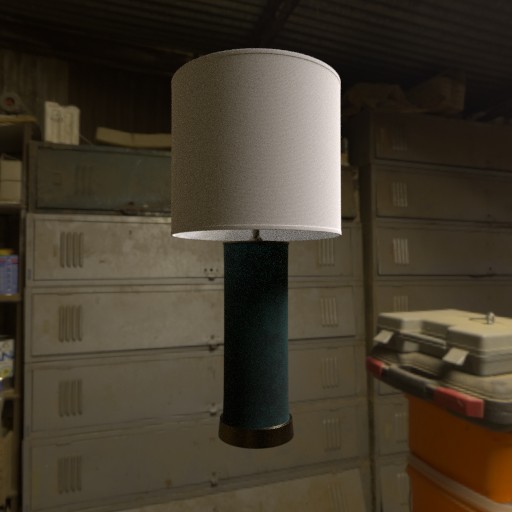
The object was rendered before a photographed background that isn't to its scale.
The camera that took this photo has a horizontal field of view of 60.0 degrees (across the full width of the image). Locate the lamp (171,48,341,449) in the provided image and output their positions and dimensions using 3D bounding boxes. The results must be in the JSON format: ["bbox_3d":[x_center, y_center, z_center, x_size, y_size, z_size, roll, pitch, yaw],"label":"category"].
[{"bbox_3d":[0.000,0.000,0.794,0.301,0.630,0.301,0,-2,-18],"label":"lamp"}]
